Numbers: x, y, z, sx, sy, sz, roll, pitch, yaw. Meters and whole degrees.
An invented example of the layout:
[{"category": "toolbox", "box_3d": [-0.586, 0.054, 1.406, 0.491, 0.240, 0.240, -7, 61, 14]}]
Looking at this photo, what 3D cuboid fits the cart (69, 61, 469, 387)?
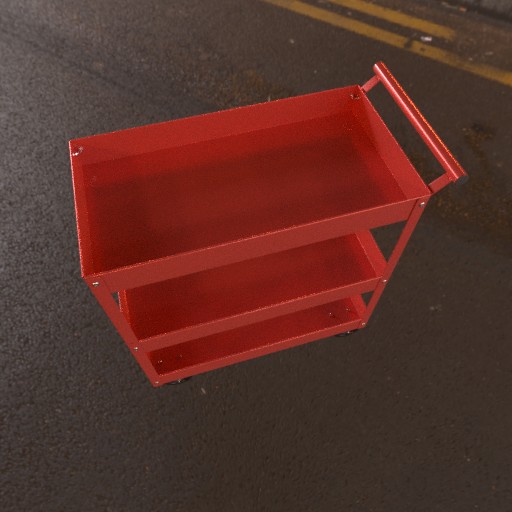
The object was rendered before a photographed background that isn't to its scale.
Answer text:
[{"category": "cart", "box_3d": [0.000, 0.000, 1.182, 0.719, 0.780, 0.366, -14, 58, -9]}]
